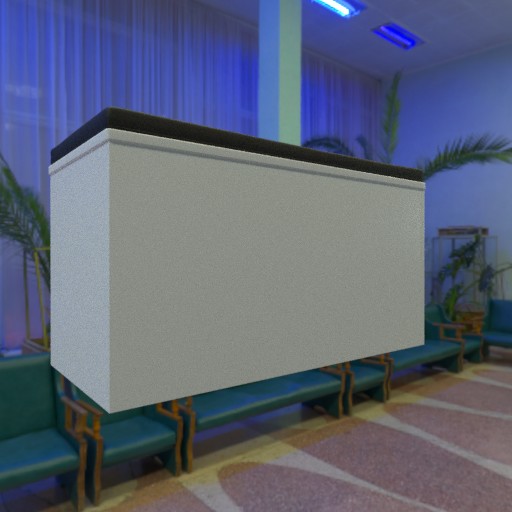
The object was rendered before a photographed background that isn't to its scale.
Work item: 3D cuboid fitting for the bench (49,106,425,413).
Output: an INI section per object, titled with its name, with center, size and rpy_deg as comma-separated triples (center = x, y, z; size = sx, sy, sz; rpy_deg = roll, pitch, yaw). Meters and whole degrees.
[bench]
center = 0.000, 0.000, 1.135
size = 0.899, 0.500, 0.401
rpy_deg = 0, 0, -37
